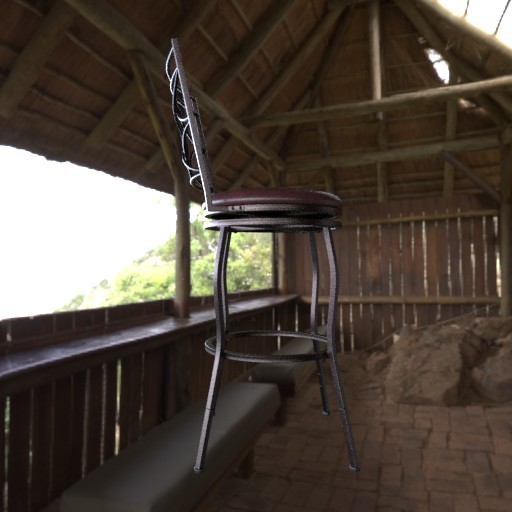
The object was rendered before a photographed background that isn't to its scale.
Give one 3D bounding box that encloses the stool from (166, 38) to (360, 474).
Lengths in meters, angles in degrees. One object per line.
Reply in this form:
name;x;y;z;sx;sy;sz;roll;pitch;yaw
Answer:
stool;0.000;0.000;1.354;0.534;1.117;0.434;0;0;-1
